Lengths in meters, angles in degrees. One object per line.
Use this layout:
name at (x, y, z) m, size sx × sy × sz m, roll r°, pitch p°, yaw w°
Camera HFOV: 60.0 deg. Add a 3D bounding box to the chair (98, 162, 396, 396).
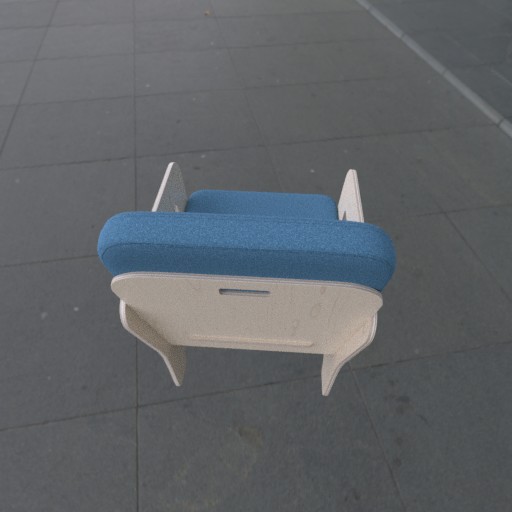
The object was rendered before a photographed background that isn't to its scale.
chair at (0.000, 0.000, 1.160) m, size 0.547 × 0.747 × 0.657 m, roll 3°, pitch 46°, yaw 3°
